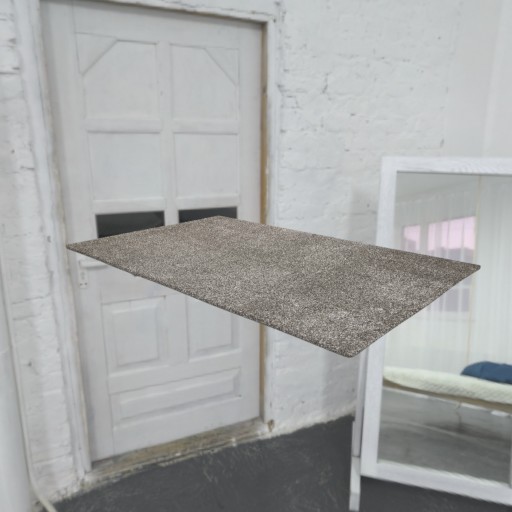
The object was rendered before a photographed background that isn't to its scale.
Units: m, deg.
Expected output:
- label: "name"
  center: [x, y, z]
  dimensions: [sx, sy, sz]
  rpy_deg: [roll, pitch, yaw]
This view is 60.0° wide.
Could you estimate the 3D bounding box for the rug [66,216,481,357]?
- label: "rug"
  center: [0.000, 0.000, 2.938]
  dimensions: [2.352, 0.025, 1.501]
  rpy_deg: [14, 21, 41]
